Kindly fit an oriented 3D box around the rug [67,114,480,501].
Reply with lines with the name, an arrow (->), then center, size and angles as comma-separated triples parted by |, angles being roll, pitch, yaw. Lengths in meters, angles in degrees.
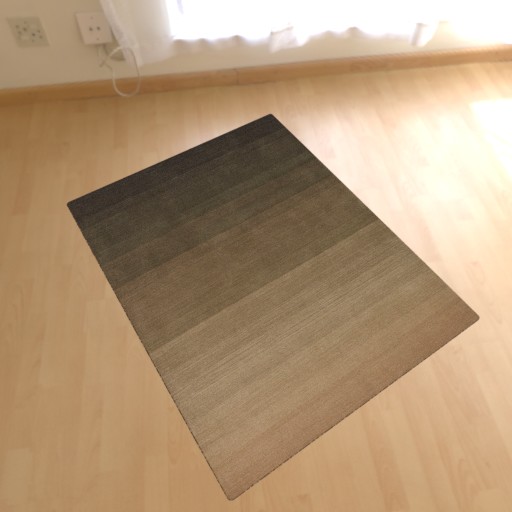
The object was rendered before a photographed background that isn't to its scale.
rug -> 0.000, 0.000, 3.776 | 2.306, 0.017, 2.902 | -29, 61, -18
